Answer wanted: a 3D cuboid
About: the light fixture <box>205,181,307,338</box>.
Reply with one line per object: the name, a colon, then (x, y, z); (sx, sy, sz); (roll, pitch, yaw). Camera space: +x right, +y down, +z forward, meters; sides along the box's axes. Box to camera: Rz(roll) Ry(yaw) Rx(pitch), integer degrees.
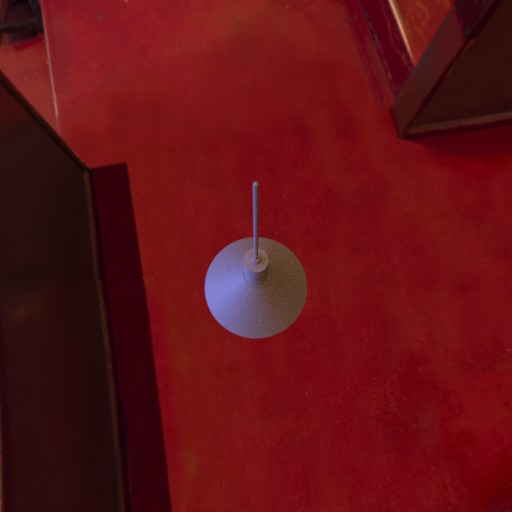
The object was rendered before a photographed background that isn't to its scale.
light fixture: (0.000, 0.000, 0.835); (0.267, 0.683, 0.267); (-13, 76, -3)
